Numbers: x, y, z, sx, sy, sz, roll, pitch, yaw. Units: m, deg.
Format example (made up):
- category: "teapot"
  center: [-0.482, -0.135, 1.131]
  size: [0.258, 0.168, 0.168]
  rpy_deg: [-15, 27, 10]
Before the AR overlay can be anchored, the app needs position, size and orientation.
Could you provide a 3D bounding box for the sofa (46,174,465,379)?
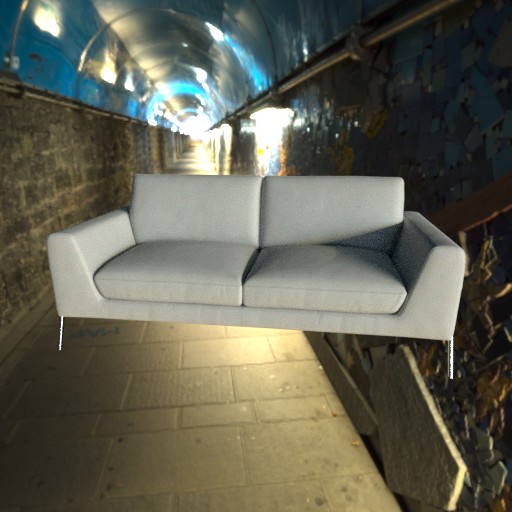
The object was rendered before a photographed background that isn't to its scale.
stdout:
- category: "sofa"
  center: [0.000, 0.000, 2.557]
  size: [2.017, 0.875, 0.953]
  rpy_deg: [2, 16, 8]
